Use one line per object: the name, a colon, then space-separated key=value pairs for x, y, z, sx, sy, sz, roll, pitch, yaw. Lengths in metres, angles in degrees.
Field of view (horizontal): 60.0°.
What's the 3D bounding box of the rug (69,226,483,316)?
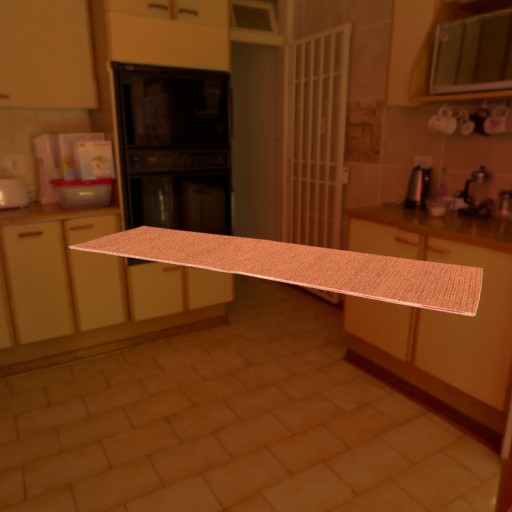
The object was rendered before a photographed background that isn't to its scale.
rug: x=0.000 y=0.000 z=2.540 sx=2.320 sy=0.032 sz=0.692 roll=8 pitch=17 yaw=27
